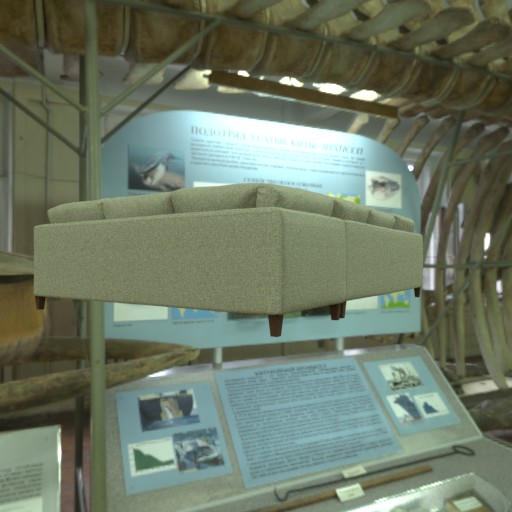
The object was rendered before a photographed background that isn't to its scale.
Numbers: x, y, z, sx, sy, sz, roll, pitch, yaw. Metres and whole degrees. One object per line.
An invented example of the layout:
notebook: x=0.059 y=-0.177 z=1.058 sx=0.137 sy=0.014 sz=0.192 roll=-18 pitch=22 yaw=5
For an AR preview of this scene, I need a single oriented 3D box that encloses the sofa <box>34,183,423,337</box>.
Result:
sofa: x=0.000 y=0.000 z=4.540 sx=2.593 sy=0.947 sz=3.302 roll=0 pitch=-1 yaw=34
